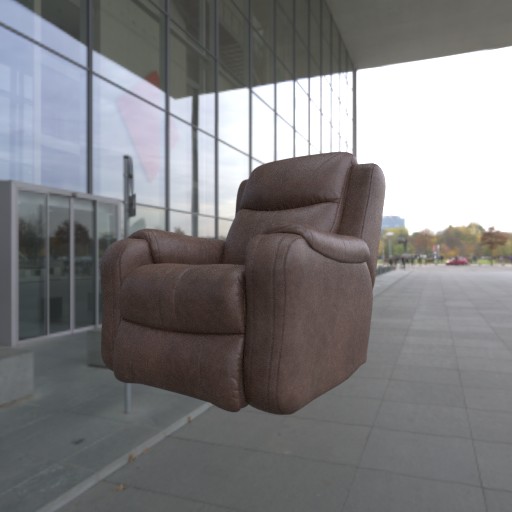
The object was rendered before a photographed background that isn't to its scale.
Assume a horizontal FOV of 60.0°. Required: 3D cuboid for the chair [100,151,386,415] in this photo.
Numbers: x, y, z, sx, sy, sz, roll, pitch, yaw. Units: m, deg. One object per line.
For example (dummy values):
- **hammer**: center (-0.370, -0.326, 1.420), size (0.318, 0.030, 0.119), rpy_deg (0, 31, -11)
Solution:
- **chair**: center (0.000, 0.000, 1.921), size (0.940, 0.990, 1.067), rpy_deg (0, 0, 37)
